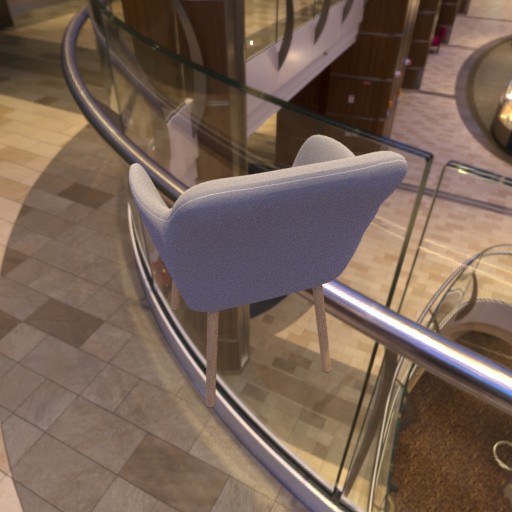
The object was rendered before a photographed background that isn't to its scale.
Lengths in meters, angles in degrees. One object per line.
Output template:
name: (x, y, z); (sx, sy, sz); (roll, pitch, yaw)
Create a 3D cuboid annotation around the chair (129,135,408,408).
chair: (0.000, 0.000, 1.201); (0.570, 0.830, 0.590); (-13, 42, -14)
